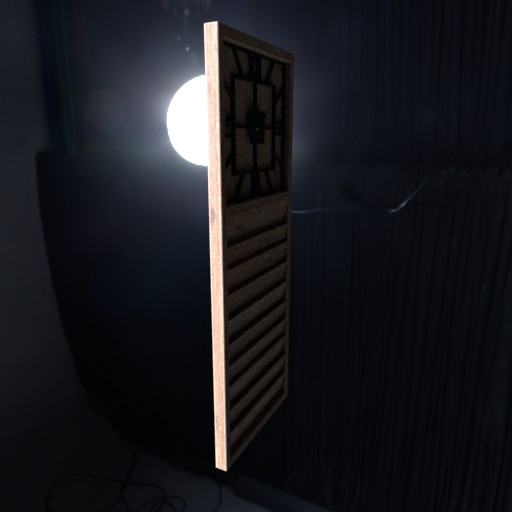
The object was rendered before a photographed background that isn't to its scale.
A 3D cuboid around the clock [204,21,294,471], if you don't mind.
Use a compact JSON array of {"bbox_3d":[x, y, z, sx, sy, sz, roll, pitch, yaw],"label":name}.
[{"bbox_3d":[0.000,0.000,1.084,0.030,0.965,0.361,8,17,26],"label":"clock"}]
